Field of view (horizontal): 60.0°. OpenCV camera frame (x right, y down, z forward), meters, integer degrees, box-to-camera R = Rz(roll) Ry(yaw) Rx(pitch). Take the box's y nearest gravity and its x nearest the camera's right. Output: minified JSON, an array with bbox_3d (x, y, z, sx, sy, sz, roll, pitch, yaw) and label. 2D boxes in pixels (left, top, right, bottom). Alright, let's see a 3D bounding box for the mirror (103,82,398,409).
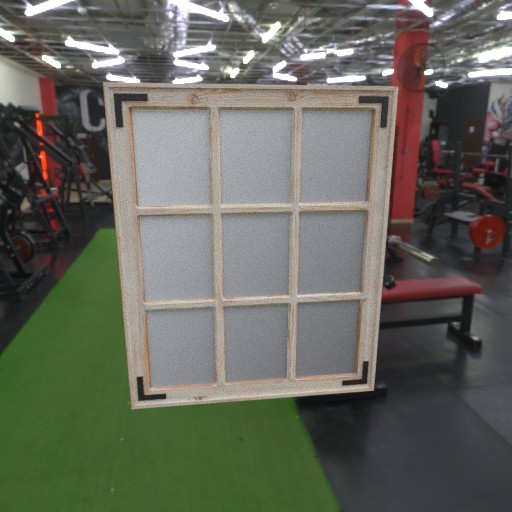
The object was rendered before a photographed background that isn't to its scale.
[{"bbox_3d":[0.000,0.000,1.220,0.730,0.882,0.032,-2,16,-7],"label":"mirror"}]
